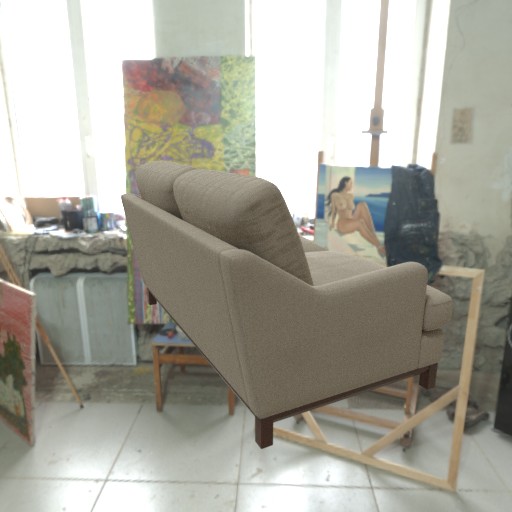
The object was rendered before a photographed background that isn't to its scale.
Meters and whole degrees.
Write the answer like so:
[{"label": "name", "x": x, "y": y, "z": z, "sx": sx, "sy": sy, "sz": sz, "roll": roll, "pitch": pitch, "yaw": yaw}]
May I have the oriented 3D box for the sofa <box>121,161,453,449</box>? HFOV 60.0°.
[{"label": "sofa", "x": 0.000, "y": 0.000, "z": 2.241, "sx": 1.004, "sy": 0.910, "sz": 1.619, "roll": -8, "pitch": 17, "yaw": -26}]
